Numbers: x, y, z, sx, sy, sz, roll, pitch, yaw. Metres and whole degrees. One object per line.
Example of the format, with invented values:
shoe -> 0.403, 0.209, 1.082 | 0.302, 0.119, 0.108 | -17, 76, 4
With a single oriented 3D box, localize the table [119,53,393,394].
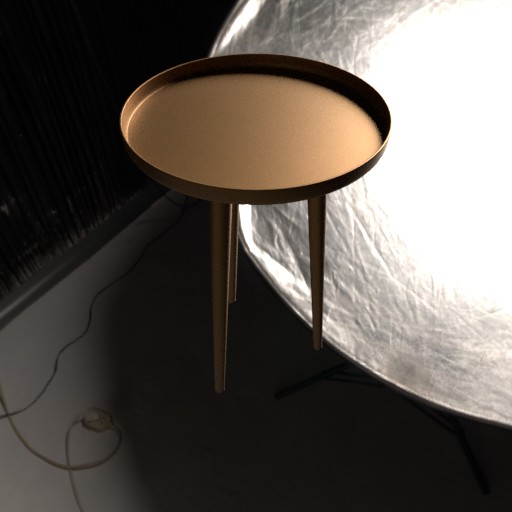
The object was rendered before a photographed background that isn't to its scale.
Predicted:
table -> 0.000, 0.000, 0.668 | 0.299, 0.480, 0.299 | 23, 51, 21
